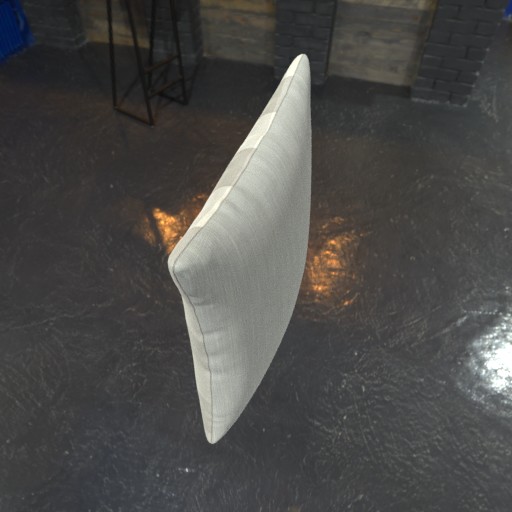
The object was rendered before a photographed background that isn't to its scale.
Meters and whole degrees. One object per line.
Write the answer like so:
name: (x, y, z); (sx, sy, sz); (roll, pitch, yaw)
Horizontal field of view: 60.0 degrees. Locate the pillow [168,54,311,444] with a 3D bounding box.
pillow: (0.000, 0.000, 0.790); (0.161, 0.509, 0.511); (14, 50, 12)
